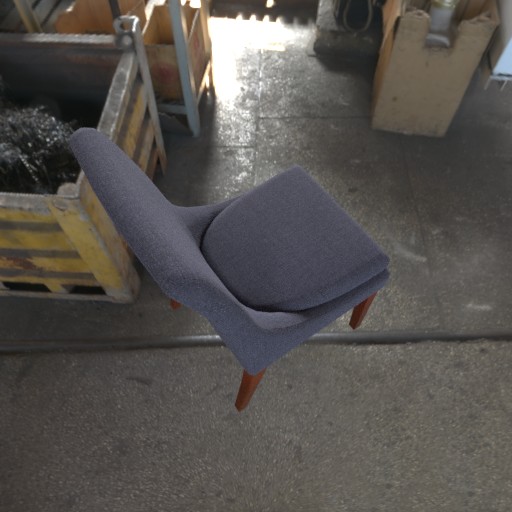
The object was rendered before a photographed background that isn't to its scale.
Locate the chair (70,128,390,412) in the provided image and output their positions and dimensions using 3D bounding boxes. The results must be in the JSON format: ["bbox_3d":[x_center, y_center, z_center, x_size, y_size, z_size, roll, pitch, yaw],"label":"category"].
[{"bbox_3d":[0.000,0.000,1.288,0.655,0.952,0.508,-30,63,-17],"label":"chair"}]
